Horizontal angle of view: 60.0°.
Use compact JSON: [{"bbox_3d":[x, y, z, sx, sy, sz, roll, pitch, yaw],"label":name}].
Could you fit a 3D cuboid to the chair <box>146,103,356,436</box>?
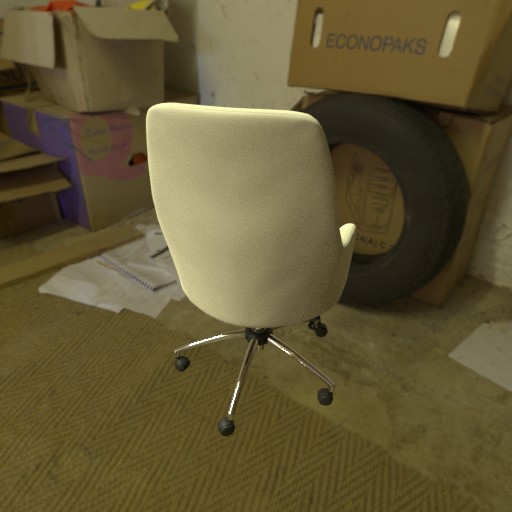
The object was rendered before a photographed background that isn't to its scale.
[{"bbox_3d":[0.000,0.000,1.461,0.620,1.049,0.640,9,32,15],"label":"chair"}]
